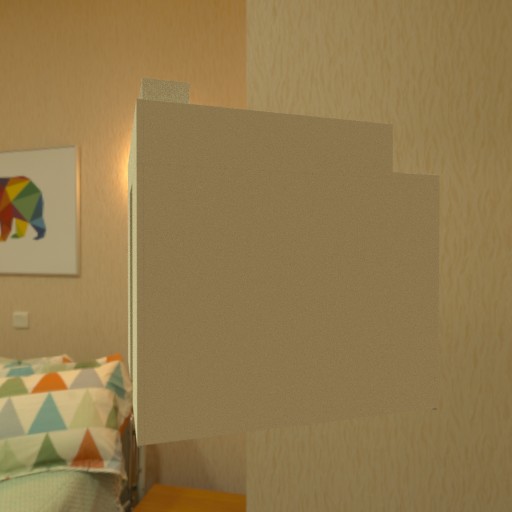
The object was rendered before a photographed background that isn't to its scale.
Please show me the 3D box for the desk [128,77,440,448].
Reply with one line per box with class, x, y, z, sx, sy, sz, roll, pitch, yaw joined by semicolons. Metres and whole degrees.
desk;0.000;0.000;1.732;0.940;0.986;0.940;0;1;-17
